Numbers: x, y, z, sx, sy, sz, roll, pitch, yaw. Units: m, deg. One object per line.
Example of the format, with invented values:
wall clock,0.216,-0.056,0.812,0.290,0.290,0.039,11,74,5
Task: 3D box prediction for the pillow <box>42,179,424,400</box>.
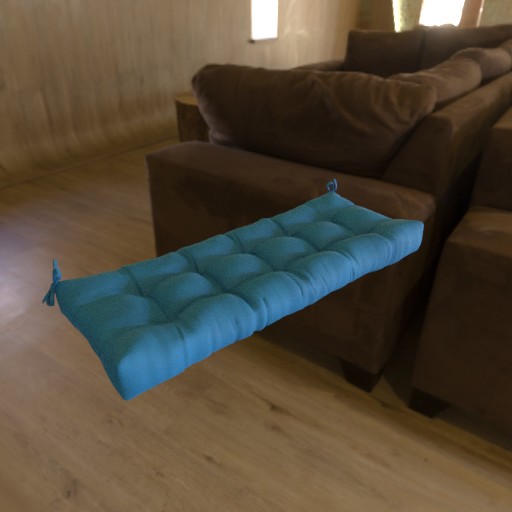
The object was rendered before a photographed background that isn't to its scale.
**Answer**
pillow,0.000,0.000,1.400,1.194,0.174,0.511,-22,36,-33
